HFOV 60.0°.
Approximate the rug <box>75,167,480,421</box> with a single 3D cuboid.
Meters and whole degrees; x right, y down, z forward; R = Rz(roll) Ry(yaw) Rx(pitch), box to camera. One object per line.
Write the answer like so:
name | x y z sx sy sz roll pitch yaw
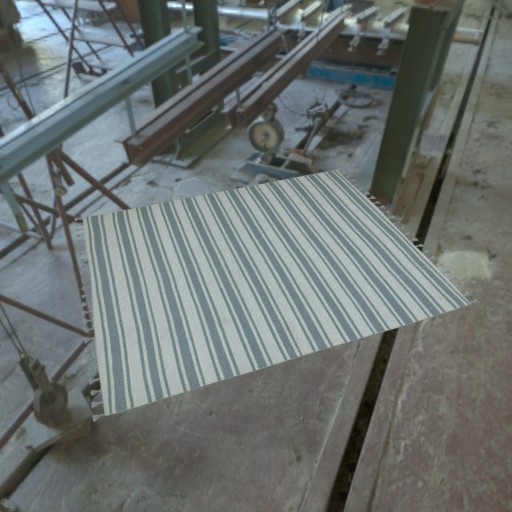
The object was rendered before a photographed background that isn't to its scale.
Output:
rug | 0.000 0.000 4.211 3.201 0.005 2.439 -13 42 -15
